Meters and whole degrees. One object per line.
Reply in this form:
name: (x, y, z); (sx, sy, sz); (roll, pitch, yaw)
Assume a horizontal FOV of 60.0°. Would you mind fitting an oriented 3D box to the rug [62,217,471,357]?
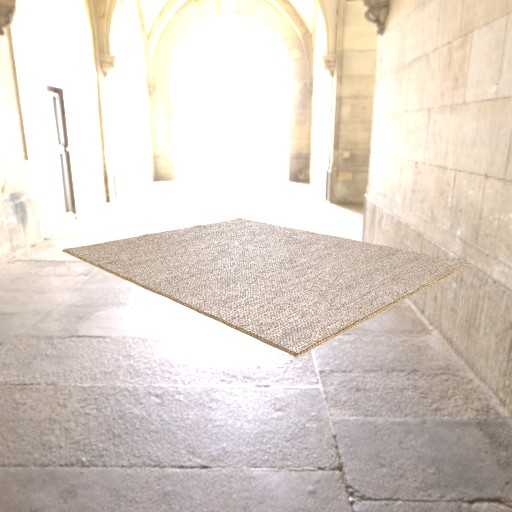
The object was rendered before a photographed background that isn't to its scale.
rug: (0.000, 0.000, 4.193); (2.429, 0.030, 3.052); (-15, 22, -43)
